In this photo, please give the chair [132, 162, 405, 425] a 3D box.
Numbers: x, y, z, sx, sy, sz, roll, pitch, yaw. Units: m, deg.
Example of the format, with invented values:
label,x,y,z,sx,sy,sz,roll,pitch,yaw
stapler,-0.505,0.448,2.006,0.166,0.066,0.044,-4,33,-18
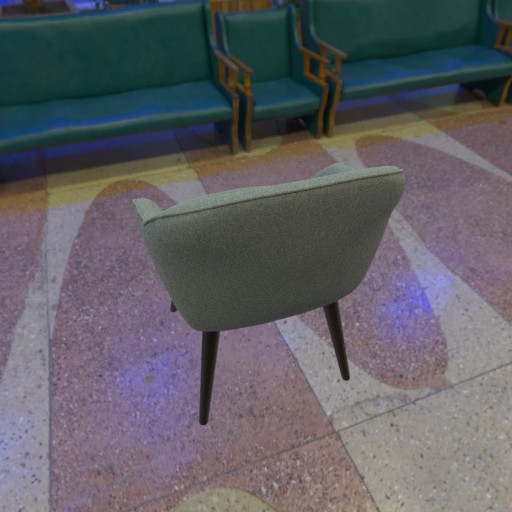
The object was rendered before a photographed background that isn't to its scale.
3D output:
label,x,y,z,sx,sy,sz,roll,pitch,yaw
chair,0.000,0.000,1.225,0.589,0.810,0.611,-13,43,-14
